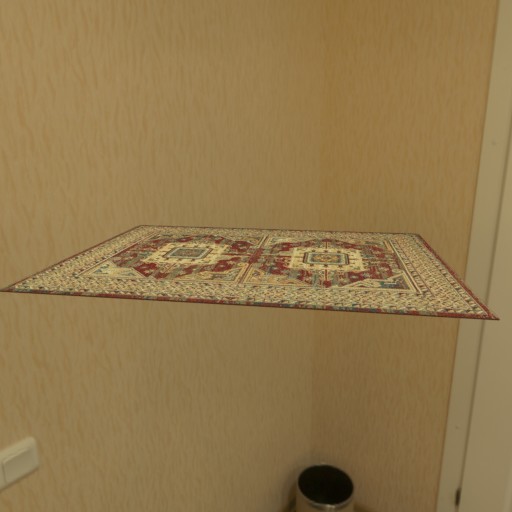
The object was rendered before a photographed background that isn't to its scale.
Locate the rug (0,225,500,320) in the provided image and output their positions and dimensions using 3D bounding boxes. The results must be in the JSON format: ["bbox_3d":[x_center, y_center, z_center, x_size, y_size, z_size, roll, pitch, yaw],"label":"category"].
[{"bbox_3d":[0.000,0.000,3.912,3.197,0.013,2.381,2,15,9],"label":"rug"}]
